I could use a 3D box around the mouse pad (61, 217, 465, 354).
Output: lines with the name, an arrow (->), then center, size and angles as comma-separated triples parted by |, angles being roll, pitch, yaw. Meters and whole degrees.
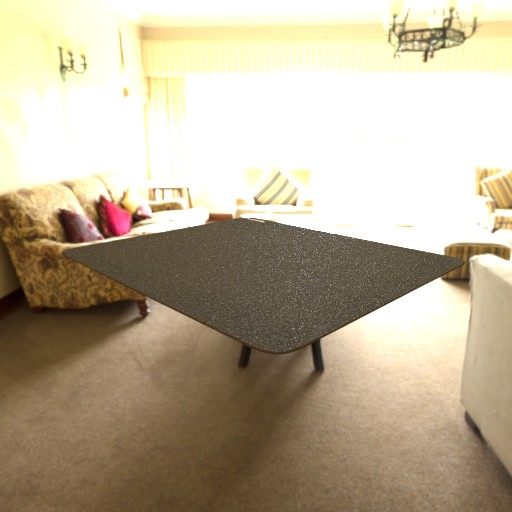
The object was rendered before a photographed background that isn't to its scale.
mouse pad -> 0.000, 0.000, 0.636 | 0.393, 0.002, 0.451 | -15, 22, -42
